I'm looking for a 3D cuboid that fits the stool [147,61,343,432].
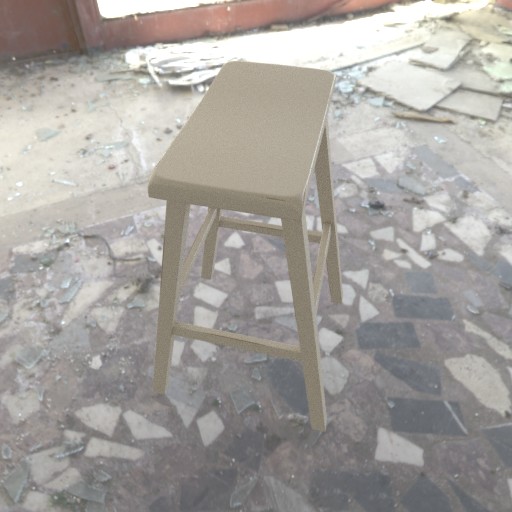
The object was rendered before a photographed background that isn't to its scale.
[{"bbox_3d":[0.000,0.000,1.066,0.476,0.737,0.457,10,47,9],"label":"stool"}]
